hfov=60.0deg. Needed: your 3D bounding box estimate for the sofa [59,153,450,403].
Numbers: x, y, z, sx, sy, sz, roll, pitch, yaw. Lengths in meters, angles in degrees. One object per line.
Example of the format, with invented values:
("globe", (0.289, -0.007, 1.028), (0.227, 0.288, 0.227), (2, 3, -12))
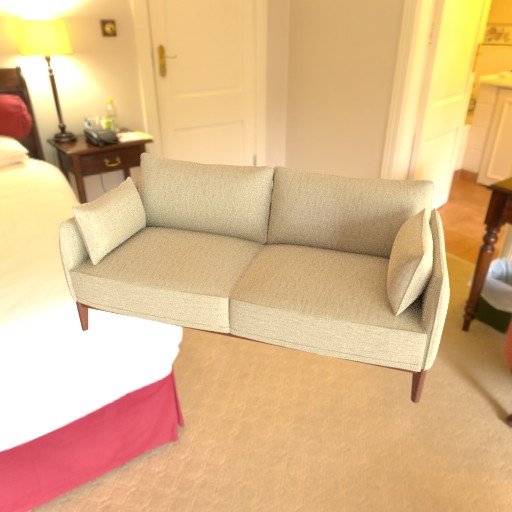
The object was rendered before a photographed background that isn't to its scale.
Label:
("sofa", (0.000, 0.000, 2.526), (1.989, 0.860, 0.991), (8, 29, 15))
